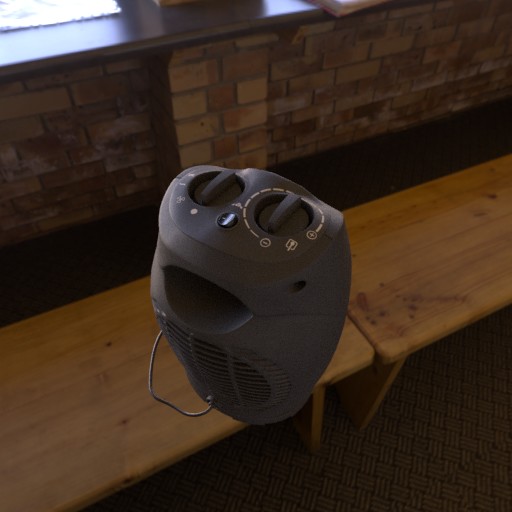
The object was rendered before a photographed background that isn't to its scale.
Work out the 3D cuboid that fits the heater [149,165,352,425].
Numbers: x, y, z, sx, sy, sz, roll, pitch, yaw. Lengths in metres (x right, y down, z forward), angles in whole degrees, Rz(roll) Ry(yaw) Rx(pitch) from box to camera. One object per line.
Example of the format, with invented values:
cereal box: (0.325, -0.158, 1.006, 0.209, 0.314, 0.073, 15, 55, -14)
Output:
heater: (0.000, 0.000, 0.475, 0.239, 0.255, 0.291, 24, 50, 21)
